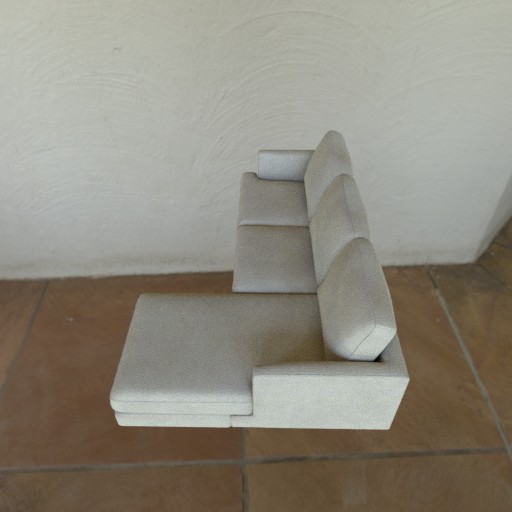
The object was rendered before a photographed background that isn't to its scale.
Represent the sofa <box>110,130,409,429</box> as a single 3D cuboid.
[{"bbox_3d":[0.000,0.000,3.081,1.504,0.956,2.233,1,42,1],"label":"sofa"}]
